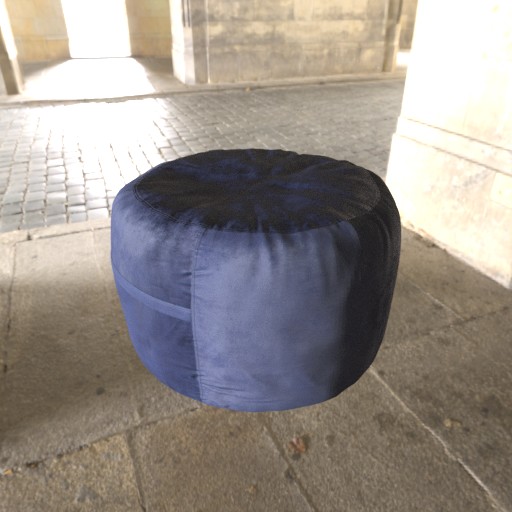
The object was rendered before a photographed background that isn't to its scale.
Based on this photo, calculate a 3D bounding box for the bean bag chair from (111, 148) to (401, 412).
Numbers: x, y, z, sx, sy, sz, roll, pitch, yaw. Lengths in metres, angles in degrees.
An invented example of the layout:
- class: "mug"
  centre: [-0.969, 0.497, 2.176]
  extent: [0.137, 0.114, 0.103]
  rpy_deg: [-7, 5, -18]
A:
- class: "bean bag chair"
  centre: [0.000, 0.000, 1.995]
  extent: [1.219, 0.762, 1.219]
  rpy_deg: [0, 29, 0]
